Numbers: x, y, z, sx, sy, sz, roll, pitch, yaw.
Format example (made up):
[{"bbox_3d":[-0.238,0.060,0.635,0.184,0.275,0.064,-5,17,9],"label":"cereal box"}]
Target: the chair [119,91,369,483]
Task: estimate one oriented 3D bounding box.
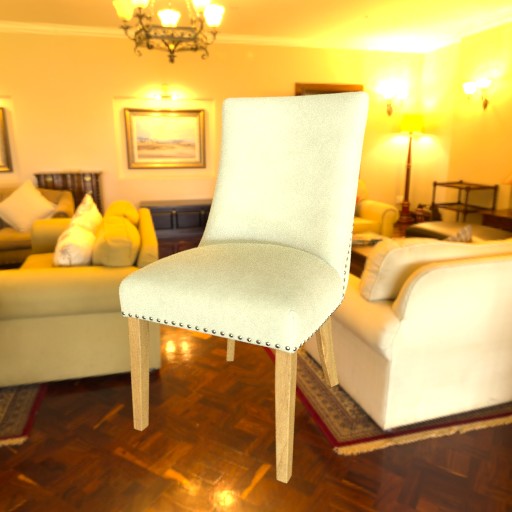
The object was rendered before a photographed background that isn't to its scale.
[{"bbox_3d":[0.000,0.000,1.250,0.495,0.902,0.610,7,16,26],"label":"chair"}]
